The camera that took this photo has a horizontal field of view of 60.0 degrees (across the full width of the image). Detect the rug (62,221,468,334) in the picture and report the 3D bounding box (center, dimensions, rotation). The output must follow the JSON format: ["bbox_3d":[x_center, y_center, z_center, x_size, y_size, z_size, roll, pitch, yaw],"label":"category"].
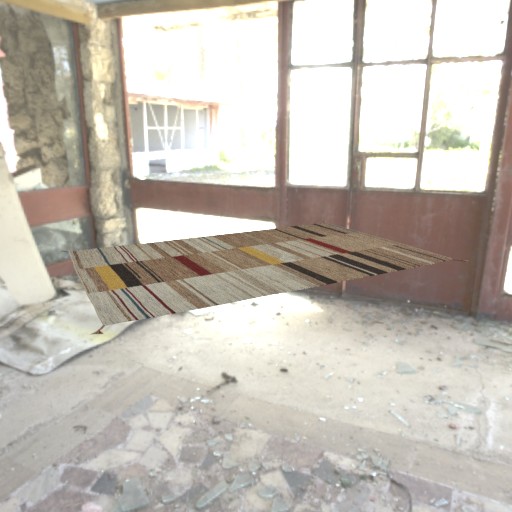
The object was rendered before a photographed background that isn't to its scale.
[{"bbox_3d":[0.000,0.000,2.444,1.918,0.007,1.268,-8,17,-27],"label":"rug"}]
